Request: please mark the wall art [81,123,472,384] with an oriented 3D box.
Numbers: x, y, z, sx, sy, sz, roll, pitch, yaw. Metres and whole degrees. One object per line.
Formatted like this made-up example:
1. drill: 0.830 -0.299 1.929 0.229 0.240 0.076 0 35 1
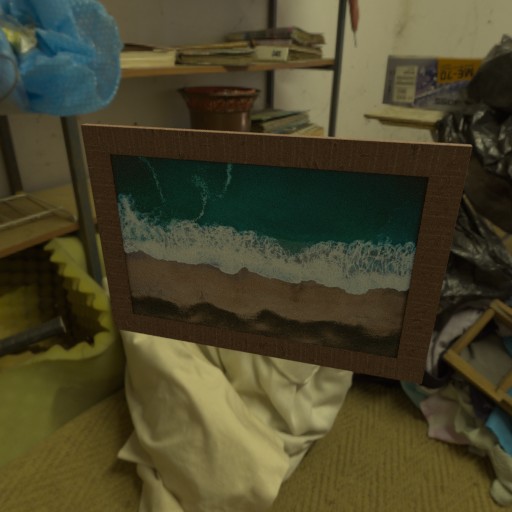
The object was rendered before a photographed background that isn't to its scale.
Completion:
1. wall art: 0.000 0.000 1.157 0.917 0.626 0.019 7 27 14
